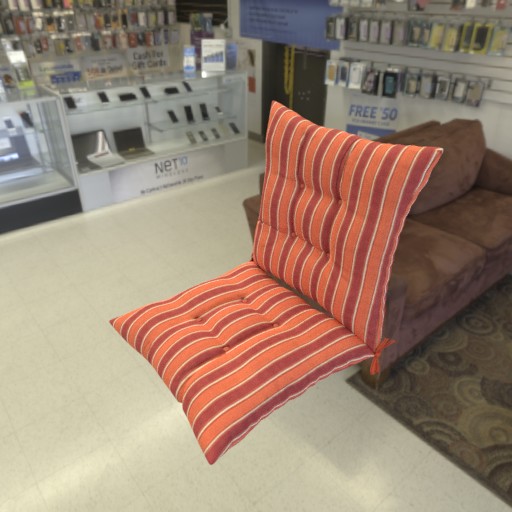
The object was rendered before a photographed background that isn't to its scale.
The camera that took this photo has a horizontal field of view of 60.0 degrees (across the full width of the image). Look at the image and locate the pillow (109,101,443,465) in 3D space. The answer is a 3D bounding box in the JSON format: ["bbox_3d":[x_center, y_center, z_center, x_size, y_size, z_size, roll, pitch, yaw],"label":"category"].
[{"bbox_3d":[0.000,0.000,1.009,0.585,0.536,0.541,-22,38,-31],"label":"pillow"}]
